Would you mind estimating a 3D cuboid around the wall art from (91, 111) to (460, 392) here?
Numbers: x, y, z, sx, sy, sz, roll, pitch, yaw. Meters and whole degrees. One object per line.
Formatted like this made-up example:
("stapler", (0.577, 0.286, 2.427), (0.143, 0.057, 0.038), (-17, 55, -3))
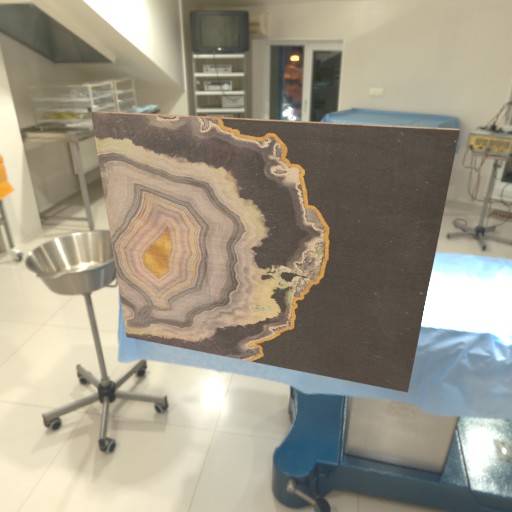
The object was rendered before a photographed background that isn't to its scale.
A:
("wall art", (0.000, 0.000, 0.685), (0.508, 0.408, 0.010), (8, 27, 15))
